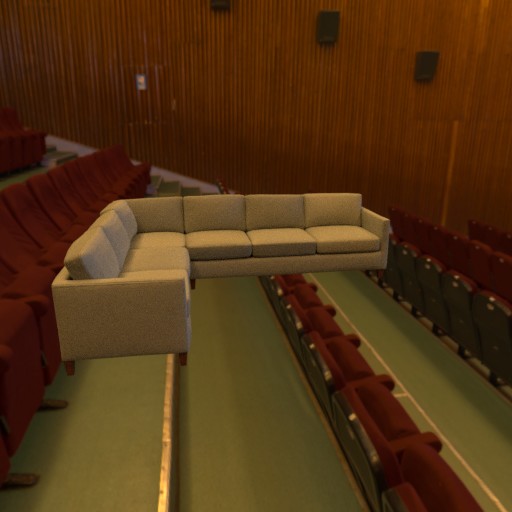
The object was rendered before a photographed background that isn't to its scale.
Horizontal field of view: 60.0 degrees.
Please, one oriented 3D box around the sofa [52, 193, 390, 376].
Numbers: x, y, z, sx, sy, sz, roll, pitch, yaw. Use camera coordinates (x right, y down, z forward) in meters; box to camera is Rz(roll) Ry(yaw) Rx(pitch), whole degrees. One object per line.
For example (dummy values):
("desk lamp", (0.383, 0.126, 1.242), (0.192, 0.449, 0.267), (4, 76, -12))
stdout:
("sofa", (0.000, 0.000, 4.549), (3.301, 0.947, 2.592), (-3, 17, -9))
